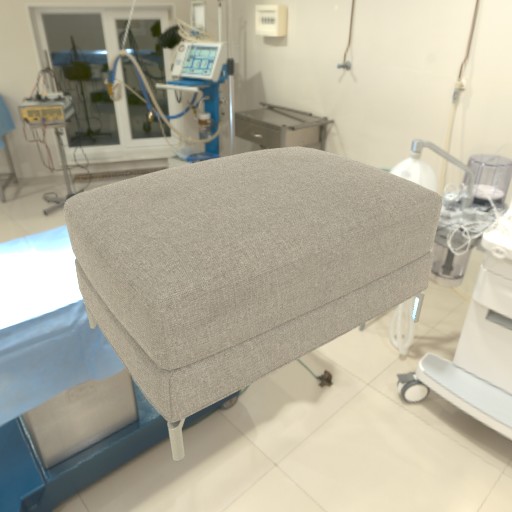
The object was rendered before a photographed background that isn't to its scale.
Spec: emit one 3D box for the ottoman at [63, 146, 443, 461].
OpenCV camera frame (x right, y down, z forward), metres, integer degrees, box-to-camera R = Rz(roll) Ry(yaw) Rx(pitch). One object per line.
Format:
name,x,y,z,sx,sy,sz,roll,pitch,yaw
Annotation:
ottoman,0.000,0.000,1.201,0.838,0.457,0.584,-20,35,-31
